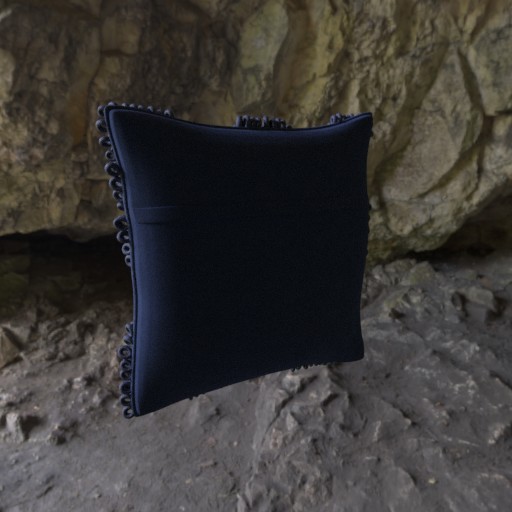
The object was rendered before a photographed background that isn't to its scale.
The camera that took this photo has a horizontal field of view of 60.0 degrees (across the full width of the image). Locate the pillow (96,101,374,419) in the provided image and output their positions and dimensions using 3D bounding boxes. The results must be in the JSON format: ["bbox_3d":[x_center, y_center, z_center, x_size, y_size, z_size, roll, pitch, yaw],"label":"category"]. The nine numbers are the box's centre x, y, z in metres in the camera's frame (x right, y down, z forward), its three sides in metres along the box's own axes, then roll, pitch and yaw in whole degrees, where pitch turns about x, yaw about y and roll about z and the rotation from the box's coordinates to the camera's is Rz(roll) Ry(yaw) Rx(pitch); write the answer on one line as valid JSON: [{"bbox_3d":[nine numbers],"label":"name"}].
[{"bbox_3d":[0.000,0.000,0.730,0.469,0.466,0.172,-7,15,-26],"label":"pillow"}]
